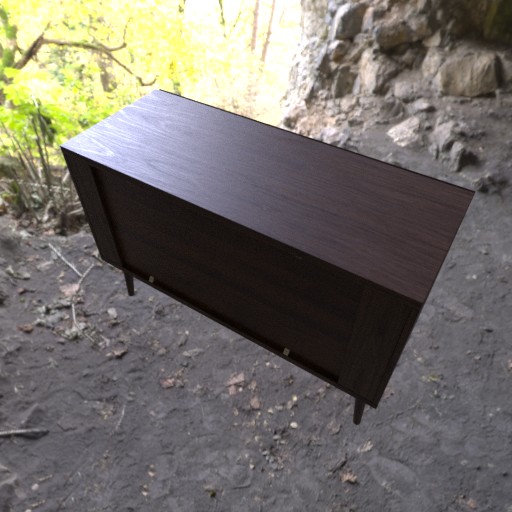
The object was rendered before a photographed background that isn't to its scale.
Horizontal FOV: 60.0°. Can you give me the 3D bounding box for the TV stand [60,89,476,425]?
[{"bbox_3d":[0.000,0.000,1.361,0.990,0.660,0.405,25,51,22],"label":"TV stand"}]
